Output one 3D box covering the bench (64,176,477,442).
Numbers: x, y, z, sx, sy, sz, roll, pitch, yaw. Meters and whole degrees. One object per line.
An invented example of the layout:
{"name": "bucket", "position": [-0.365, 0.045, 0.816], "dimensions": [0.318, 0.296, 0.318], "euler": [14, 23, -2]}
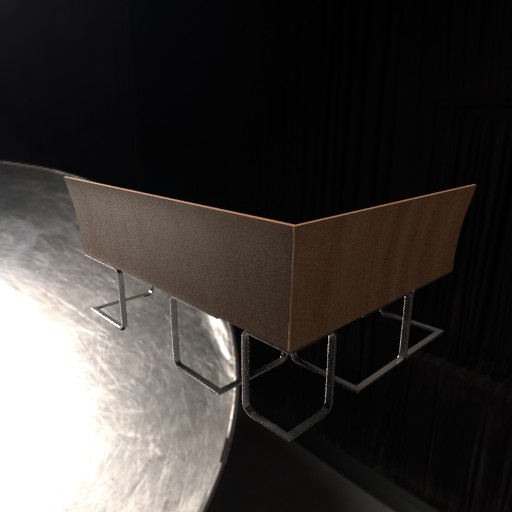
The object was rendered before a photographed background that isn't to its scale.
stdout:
{"name": "bench", "position": [0.000, 0.000, 2.745], "dimensions": [1.495, 0.930, 1.945], "euler": [-15, 22, -41]}
